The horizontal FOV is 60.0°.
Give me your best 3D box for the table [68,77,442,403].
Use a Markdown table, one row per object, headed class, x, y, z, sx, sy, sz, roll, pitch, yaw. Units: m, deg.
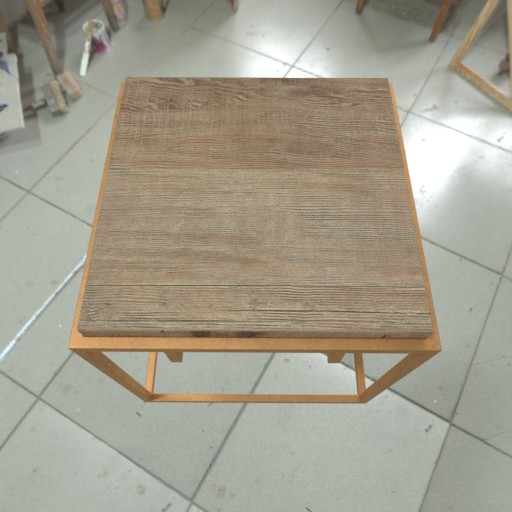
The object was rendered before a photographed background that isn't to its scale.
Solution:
| class | x | y | z | sx | sy | sz | roll | pitch | yaw |
| --- | --- | --- | --- | --- | --- | --- | --- | --- | --- |
| table | 0.000 | 0.000 | 1.078 | 0.599 | 0.584 | 0.599 | 0 | 63 | 0 |
